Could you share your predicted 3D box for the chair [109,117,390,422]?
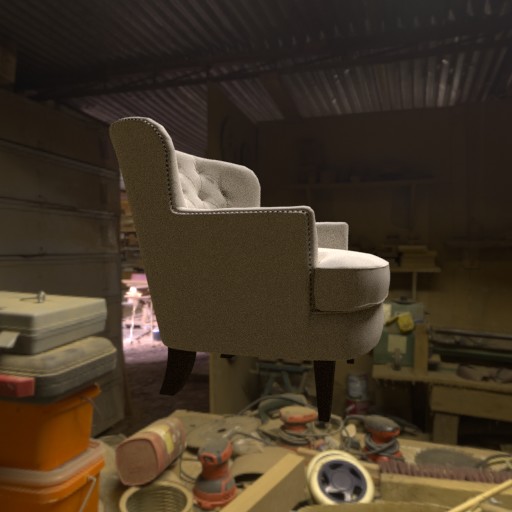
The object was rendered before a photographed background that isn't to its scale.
[{"bbox_3d":[0.000,0.000,1.570,0.906,0.868,0.848,0,1,18],"label":"chair"}]
